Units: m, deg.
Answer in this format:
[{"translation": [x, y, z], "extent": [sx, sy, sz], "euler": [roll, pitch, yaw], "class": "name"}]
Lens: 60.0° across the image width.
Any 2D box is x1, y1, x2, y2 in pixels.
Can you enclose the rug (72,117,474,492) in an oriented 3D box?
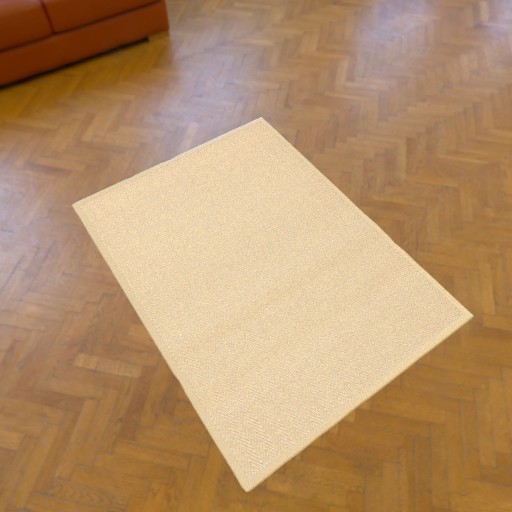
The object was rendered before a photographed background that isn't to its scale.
[{"translation": [0.000, 0.000, 4.798], "extent": [2.734, 0.037, 3.659], "euler": [-30, 61, -18], "class": "rug"}]
